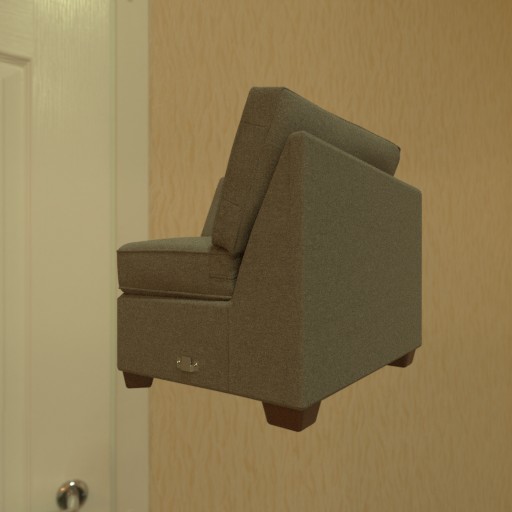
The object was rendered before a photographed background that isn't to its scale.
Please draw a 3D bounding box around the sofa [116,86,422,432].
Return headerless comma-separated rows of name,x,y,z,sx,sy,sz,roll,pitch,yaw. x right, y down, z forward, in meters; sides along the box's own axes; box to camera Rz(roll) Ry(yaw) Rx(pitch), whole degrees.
sofa,0.000,0.000,1.831,1.050,0.951,1.042,0,0,36
